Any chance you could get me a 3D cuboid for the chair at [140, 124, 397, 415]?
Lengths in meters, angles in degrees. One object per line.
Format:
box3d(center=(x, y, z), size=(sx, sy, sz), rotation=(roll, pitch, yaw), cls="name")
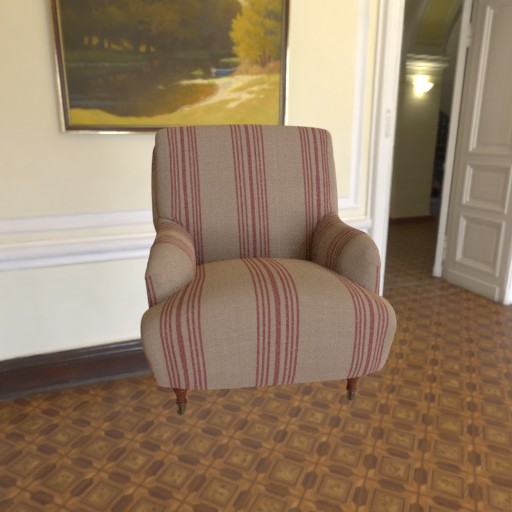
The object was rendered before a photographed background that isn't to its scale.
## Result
box3d(center=(0.000, 0.000, 1.950), size=(0.933, 1.123, 1.058), rotation=(-2, 16, -8), cls="chair")
